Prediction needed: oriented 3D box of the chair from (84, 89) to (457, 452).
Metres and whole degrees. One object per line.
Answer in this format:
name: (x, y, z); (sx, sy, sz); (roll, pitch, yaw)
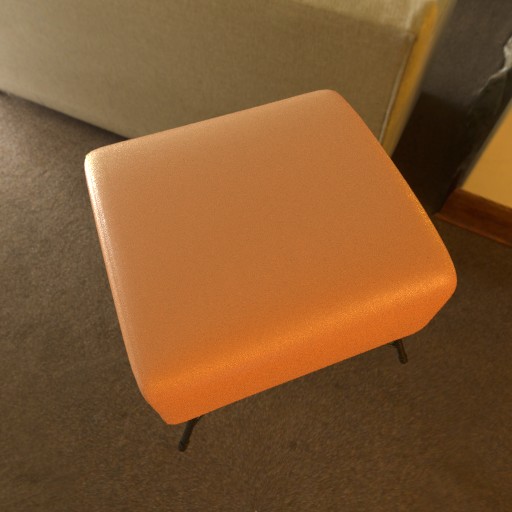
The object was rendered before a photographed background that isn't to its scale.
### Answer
chair: (0.000, 0.000, 0.886); (0.530, 0.410, 0.530); (-18, 62, -10)
